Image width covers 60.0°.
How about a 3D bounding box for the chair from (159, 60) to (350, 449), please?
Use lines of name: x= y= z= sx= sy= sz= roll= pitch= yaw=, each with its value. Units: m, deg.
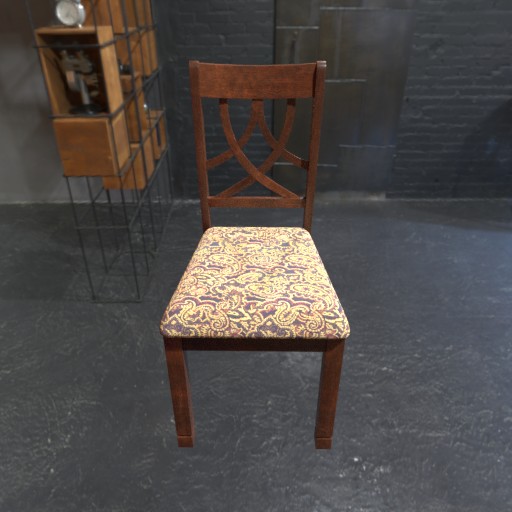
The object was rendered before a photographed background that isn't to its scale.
chair: x=0.000 y=0.000 z=1.271 sx=0.457 sy=0.965 sz=0.584 roll=0 pitch=31 yaw=1
